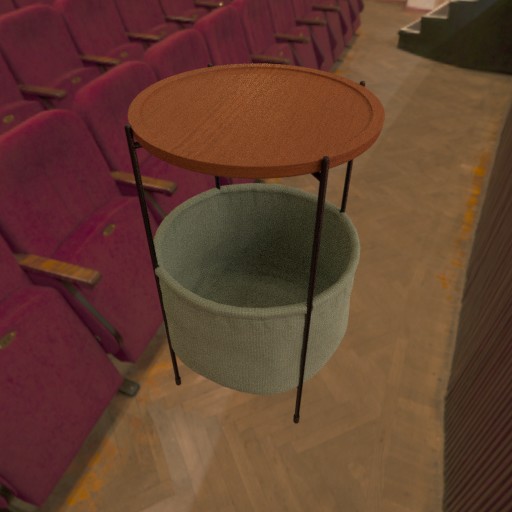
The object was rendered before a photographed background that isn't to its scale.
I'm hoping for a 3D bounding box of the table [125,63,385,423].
[{"bbox_3d":[0.000,0.000,0.880,0.400,0.623,0.400,13,42,15],"label":"table"}]
